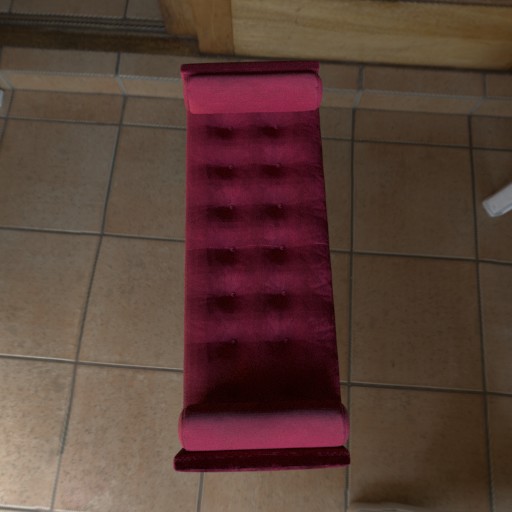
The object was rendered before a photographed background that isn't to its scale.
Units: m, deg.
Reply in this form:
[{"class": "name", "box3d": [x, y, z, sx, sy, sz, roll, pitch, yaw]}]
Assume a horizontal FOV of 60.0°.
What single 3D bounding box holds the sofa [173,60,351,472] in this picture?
[{"class": "sofa", "box3d": [0.000, 0.000, 2.470, 0.796, 0.705, 2.102, -2, 75, 0]}]
